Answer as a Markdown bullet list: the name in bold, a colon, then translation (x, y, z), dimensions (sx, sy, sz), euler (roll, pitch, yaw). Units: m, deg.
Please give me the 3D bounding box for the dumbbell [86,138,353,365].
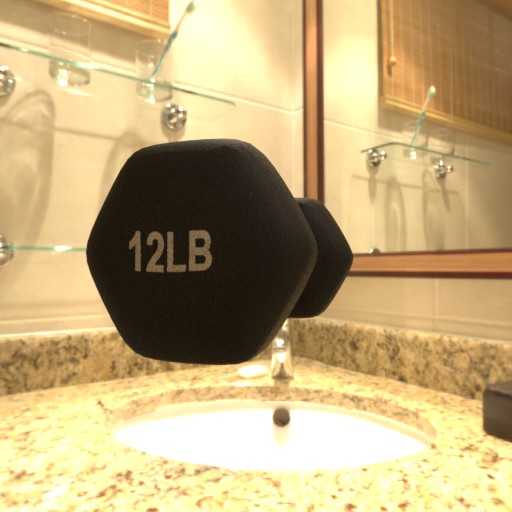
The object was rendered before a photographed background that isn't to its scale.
- **dumbbell**: translation (0.000, 0.000, 0.294), dimensions (0.112, 0.101, 0.231), euler (0, -1, 18)
